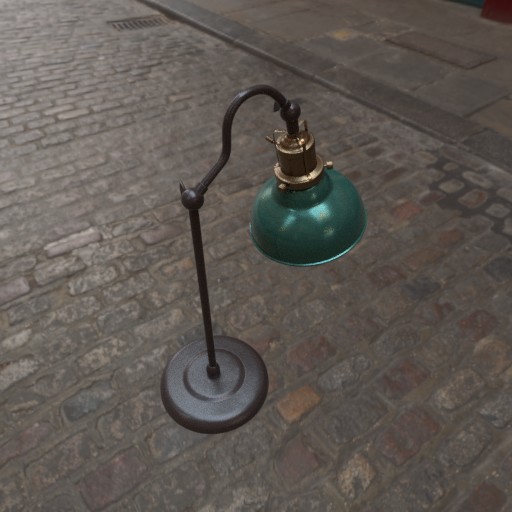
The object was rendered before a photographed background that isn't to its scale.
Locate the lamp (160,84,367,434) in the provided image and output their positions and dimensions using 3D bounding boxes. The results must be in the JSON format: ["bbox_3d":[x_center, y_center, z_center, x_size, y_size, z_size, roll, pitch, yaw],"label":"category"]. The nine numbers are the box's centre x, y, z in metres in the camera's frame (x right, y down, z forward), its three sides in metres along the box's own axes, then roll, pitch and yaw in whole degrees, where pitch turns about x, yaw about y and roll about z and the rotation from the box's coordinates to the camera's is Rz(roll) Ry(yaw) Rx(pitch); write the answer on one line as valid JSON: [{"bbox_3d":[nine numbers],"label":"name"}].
[{"bbox_3d":[0.000,0.000,0.661,0.374,0.508,0.192,-26,48,-26],"label":"lamp"}]
